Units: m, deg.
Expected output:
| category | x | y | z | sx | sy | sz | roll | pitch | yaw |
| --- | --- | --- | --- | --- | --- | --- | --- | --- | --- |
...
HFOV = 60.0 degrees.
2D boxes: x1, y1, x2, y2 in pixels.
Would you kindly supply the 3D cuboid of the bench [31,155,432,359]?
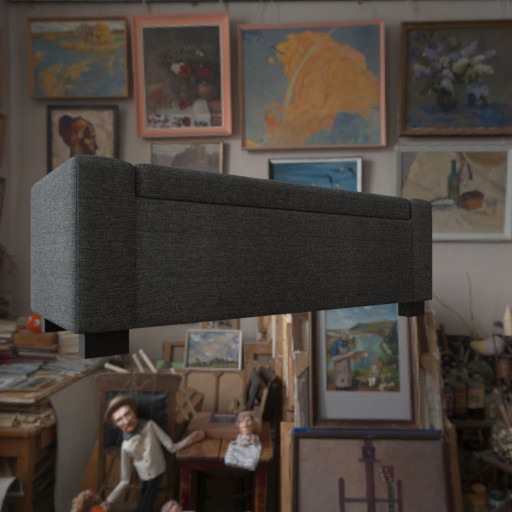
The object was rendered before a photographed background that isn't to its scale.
| category | x | y | z | sx | sy | sz | roll | pitch | yaw |
| --- | --- | --- | --- | --- | --- | --- | --- | --- | --- |
| bench | 0.000 | 0.000 | 1.493 | 1.296 | 0.445 | 0.508 | 0 | 0 | -36 |
